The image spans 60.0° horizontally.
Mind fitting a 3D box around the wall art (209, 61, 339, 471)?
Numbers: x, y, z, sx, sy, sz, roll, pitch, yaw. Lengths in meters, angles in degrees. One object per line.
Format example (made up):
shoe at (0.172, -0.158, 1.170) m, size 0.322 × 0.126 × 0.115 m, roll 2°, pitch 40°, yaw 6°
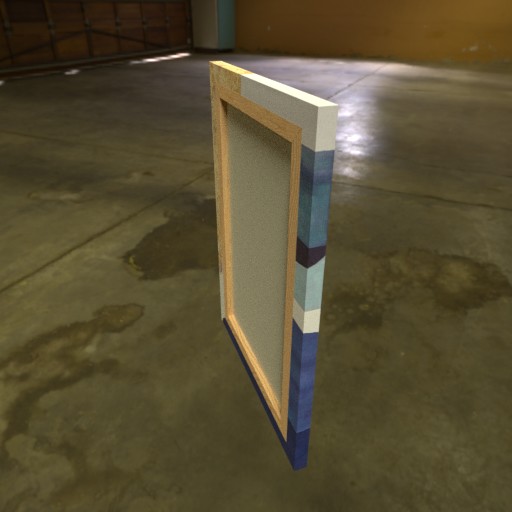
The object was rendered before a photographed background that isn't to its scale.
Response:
wall art at (0.000, 0.000, 0.813) m, size 0.026 × 0.613 × 0.458 m, roll -10°, pitch 31°, yaw -17°
